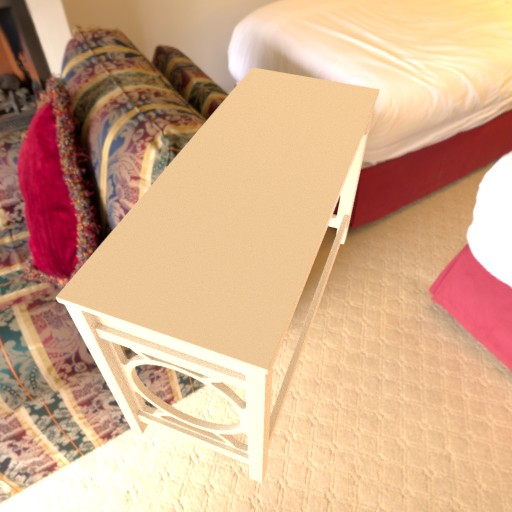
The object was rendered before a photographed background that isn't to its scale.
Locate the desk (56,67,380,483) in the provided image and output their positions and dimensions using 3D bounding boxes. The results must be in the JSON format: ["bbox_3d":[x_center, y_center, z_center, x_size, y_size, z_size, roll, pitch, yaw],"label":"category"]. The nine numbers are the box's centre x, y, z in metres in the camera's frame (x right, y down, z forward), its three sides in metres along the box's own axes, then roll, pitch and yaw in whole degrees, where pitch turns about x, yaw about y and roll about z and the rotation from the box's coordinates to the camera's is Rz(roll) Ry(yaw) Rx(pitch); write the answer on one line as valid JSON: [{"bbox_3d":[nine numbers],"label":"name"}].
[{"bbox_3d":[0.000,0.000,1.565,0.504,0.762,1.191,16,49,14],"label":"desk"}]
